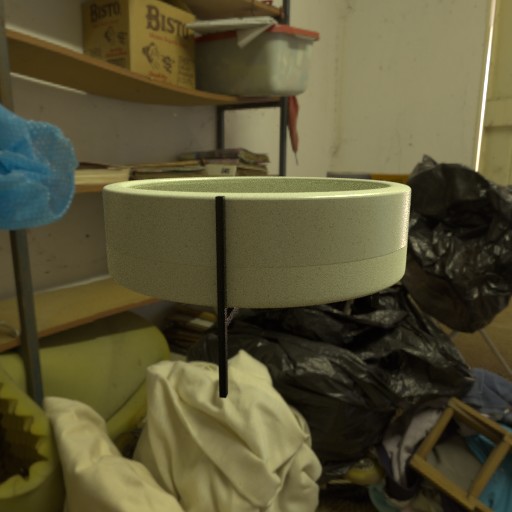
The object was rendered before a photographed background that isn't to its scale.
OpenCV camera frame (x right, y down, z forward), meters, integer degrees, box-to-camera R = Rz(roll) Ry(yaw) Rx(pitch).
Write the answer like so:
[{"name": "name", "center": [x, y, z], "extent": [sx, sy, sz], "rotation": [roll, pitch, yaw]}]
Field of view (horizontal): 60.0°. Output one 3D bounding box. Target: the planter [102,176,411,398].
[{"name": "planter", "center": [0.000, 0.000, 0.522], "extent": [0.336, 0.171, 0.345], "rotation": [2, 13, 9]}]
